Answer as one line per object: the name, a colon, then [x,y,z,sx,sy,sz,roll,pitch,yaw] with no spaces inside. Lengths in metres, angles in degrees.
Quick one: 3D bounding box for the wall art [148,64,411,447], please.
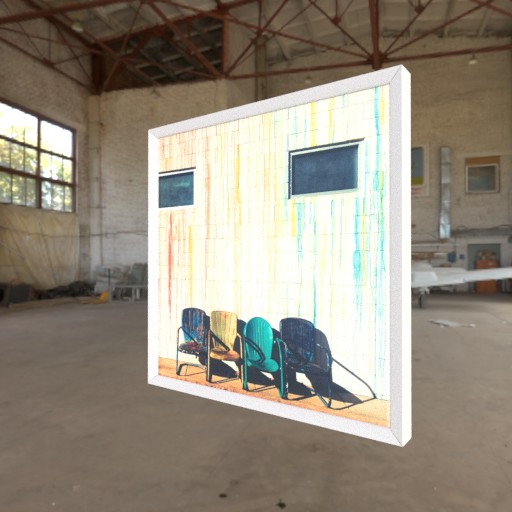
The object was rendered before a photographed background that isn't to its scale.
wall art: [0.000,0.000,0.752,0.508,0.508,0.037,0,0,36]
